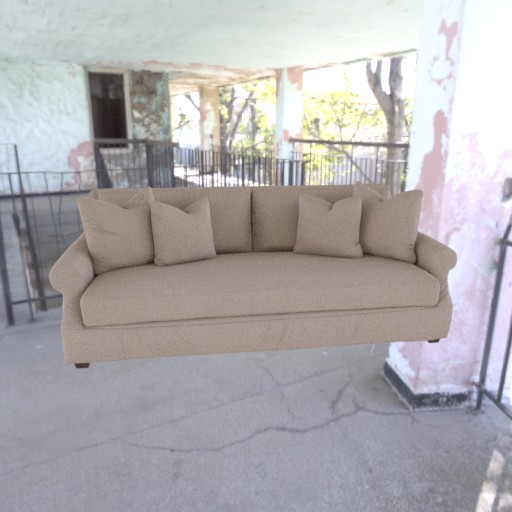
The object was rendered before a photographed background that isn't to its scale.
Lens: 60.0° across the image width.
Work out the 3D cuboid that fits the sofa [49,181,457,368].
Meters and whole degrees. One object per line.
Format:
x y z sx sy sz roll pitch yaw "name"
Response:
0.000 0.000 2.828 2.285 0.904 1.067 -2 16 -8 "sofa"
